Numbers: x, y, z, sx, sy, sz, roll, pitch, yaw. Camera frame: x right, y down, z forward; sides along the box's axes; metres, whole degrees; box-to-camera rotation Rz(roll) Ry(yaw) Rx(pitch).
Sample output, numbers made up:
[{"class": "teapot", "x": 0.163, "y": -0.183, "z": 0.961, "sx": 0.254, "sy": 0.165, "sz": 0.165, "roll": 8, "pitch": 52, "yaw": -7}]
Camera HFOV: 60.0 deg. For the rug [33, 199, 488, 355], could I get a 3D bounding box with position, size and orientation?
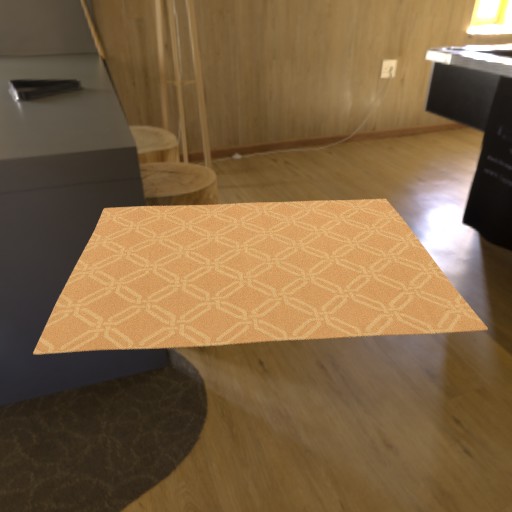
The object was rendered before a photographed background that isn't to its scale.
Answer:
[{"class": "rug", "x": 0.000, "y": 0.000, "z": 2.687, "sx": 2.135, "sy": 0.013, "sz": 1.524, "roll": -2, "pitch": 32, "yaw": -4}]
